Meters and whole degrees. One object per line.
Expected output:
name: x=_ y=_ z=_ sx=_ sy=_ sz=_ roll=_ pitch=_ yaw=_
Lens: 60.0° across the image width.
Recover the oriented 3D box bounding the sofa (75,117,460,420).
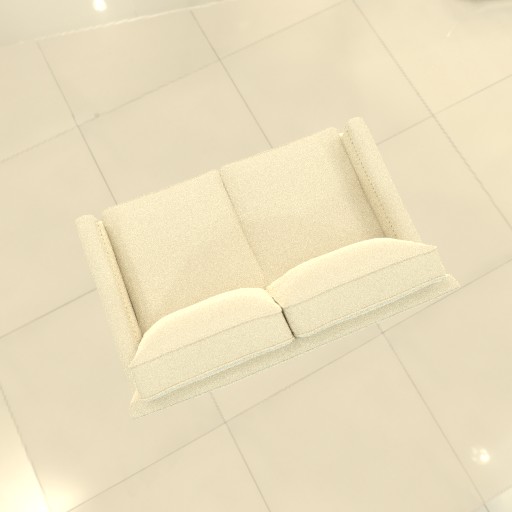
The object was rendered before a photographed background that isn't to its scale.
sofa: x=0.000 y=0.000 z=2.309 sx=1.597 sy=1.003 sz=1.084 roll=-21 pitch=78 yaw=-5
